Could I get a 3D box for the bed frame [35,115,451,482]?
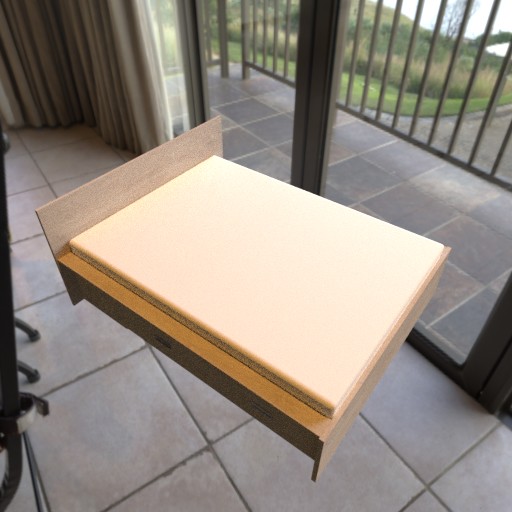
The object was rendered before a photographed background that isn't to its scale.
[{"bbox_3d":[0.000,0.000,2.850,1.960,0.800,1.622,27,48,27],"label":"bed frame"}]
